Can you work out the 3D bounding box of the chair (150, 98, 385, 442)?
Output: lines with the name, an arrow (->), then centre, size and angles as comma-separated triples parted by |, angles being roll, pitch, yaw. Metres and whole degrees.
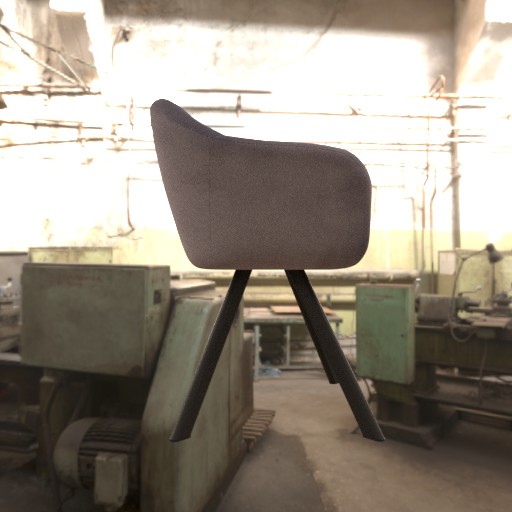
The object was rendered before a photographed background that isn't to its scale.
chair -> 0.000, 0.000, 1.165 | 0.540, 0.780, 0.570 | 0, -1, 0
